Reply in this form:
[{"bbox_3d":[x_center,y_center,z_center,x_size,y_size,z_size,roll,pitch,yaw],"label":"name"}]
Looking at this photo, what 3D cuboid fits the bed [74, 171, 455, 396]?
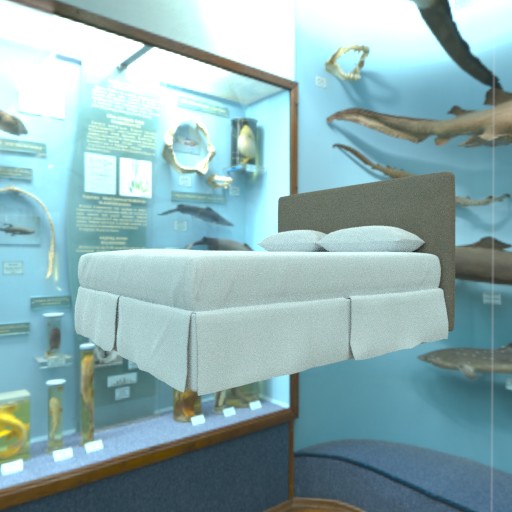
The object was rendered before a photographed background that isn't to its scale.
[{"bbox_3d":[0.000,0.000,3.546,2.341,1.317,2.119,0,1,-37],"label":"bed"}]
